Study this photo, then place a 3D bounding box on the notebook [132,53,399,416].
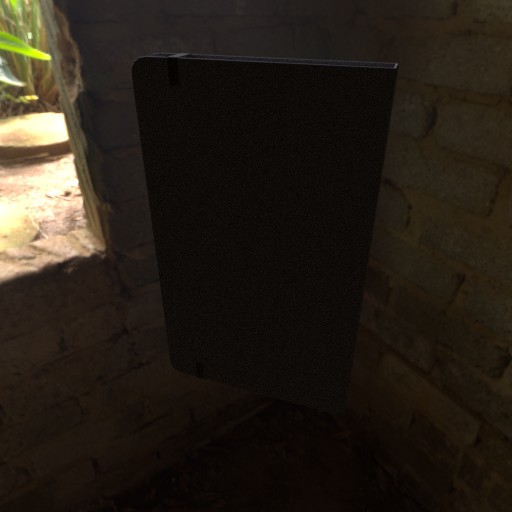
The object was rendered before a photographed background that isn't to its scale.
[{"bbox_3d":[0.000,0.000,0.260,0.127,0.213,0.016,10,32,16],"label":"notebook"}]
